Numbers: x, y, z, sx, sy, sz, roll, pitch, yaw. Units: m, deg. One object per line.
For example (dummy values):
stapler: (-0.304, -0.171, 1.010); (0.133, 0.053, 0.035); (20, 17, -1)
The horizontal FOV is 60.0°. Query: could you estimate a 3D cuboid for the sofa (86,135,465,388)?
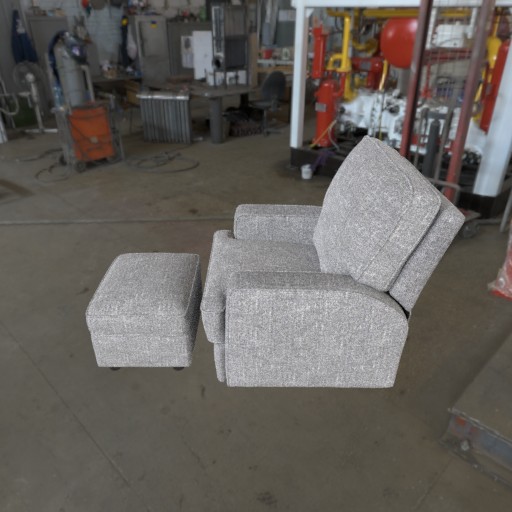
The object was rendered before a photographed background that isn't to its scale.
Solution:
sofa: (0.000, 0.000, 2.042); (1.472, 0.959, 0.861); (0, 29, 0)
